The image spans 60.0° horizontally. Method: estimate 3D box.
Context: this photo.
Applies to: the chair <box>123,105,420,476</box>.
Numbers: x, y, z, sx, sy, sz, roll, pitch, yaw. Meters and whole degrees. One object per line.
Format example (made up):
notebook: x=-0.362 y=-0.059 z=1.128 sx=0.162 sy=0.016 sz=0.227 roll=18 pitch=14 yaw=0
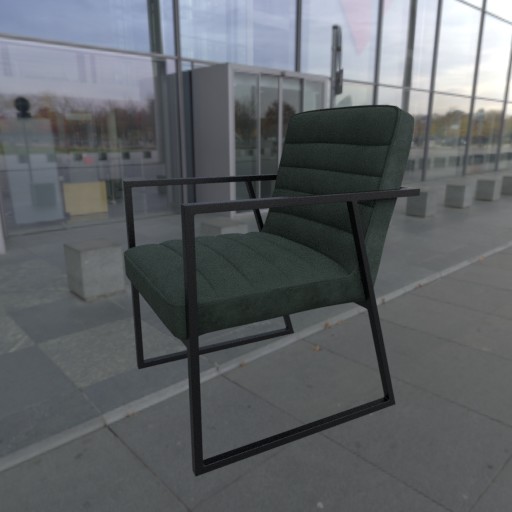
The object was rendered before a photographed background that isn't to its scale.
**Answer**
chair: x=0.000 y=0.000 z=1.284 sx=0.677 sy=0.833 sz=0.571 roll=-8 pitch=17 yaw=-26
